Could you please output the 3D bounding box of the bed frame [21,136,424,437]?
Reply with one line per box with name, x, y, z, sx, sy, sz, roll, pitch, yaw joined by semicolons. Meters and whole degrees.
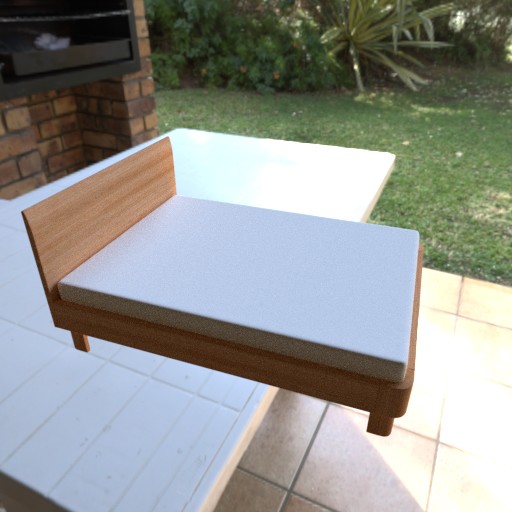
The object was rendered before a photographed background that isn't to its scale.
bed frame;0.000;0.000;2.775;1.992;0.940;1.472;10;32;17
